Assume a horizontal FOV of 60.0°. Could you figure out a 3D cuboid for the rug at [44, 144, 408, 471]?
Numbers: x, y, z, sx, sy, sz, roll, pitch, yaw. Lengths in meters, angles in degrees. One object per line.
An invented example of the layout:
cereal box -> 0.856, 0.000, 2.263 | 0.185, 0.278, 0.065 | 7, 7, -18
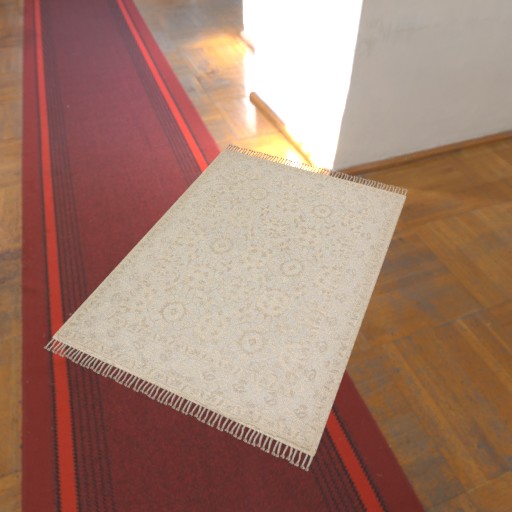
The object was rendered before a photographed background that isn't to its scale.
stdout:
rug -> 0.000, 0.000, 2.306 | 1.223, 0.015, 1.771 | 18, 49, 17
